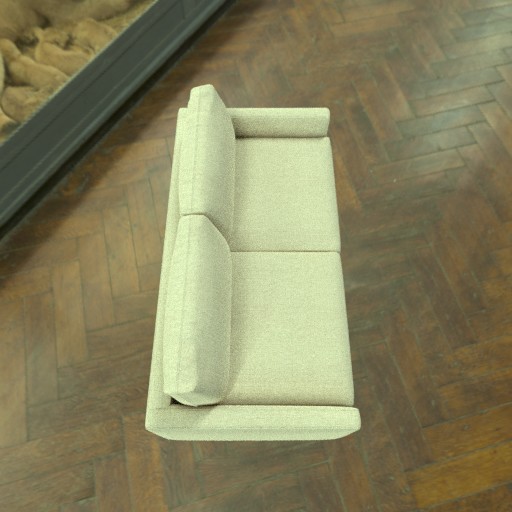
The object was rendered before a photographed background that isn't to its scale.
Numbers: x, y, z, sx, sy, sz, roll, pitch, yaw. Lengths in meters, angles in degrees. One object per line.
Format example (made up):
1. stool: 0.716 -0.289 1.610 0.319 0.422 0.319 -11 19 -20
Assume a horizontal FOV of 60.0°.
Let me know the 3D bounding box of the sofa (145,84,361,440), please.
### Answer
1. sofa: 0.000 0.000 2.164 0.839 0.812 1.651 0 63 0
